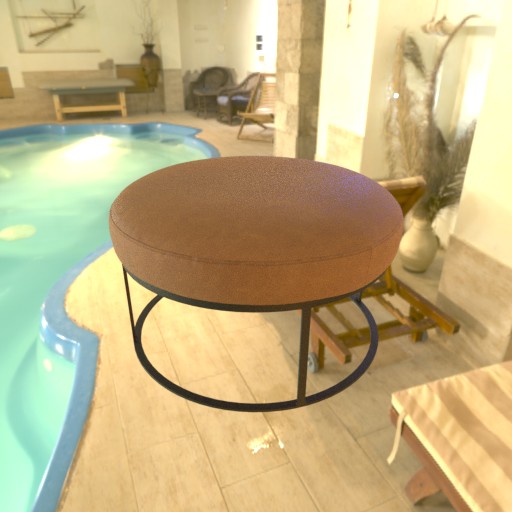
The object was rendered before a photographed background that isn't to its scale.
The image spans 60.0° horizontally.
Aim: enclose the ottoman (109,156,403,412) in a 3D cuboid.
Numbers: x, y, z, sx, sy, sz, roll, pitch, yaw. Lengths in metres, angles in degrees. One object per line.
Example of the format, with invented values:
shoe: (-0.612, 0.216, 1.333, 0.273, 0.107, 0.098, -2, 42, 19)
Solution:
ottoman: (0.000, 0.000, 1.272, 0.771, 0.460, 0.771, 0, 26, 0)
